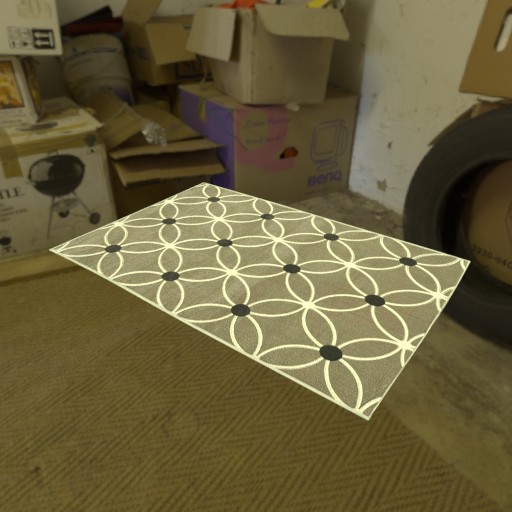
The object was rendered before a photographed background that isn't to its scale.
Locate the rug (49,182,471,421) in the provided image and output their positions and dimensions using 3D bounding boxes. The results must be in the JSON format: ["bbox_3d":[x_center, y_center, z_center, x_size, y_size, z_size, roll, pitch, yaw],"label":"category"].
[{"bbox_3d":[0.000,0.000,2.866,2.284,0.008,1.522,21,37,31],"label":"rug"}]
